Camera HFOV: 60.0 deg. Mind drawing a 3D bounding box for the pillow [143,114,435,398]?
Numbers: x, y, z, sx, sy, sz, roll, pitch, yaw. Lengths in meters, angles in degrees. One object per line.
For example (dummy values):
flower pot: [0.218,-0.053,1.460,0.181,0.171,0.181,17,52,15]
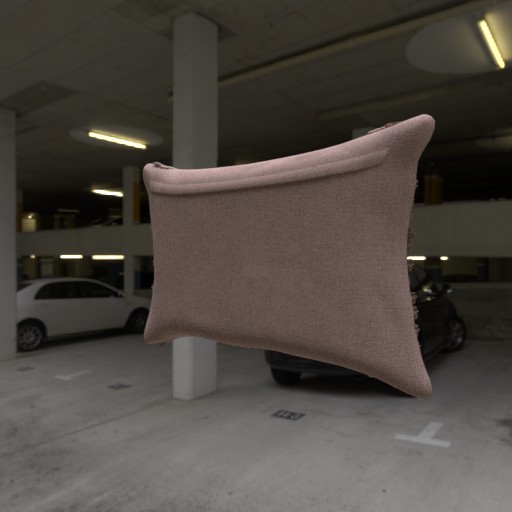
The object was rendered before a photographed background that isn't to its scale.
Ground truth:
pillow: [0.000,0.000,0.603,0.466,0.305,0.084,0,0,37]
